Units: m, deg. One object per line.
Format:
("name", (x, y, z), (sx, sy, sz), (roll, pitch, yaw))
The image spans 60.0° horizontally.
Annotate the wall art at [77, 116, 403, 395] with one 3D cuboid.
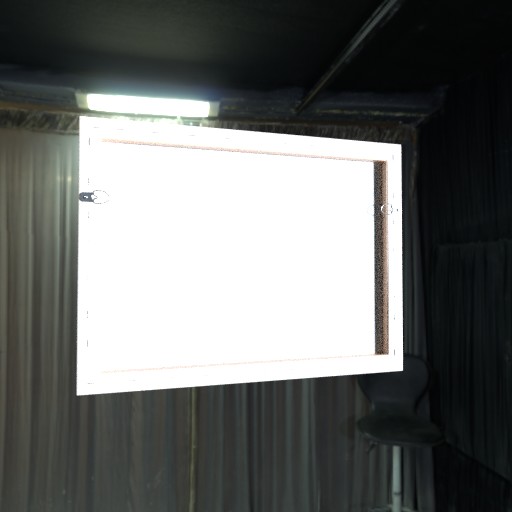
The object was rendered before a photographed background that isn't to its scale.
("wall art", (0.000, 0.000, 1.631), (1.219, 0.912, 0.042), (0, -1, -16))
